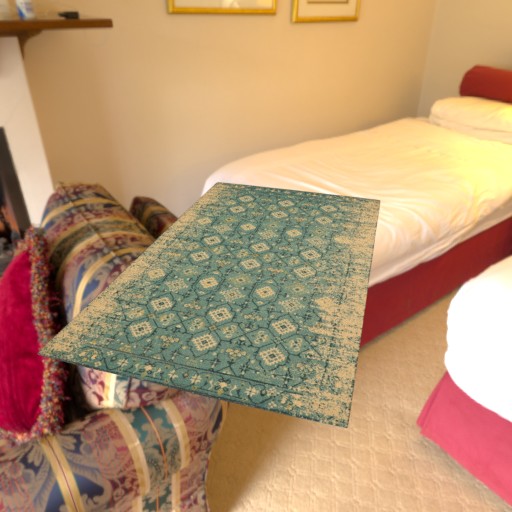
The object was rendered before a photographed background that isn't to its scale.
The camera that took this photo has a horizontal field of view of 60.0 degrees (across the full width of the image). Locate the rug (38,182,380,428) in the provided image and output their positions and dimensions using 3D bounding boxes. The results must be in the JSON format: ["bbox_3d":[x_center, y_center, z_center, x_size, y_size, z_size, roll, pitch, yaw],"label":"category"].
[{"bbox_3d":[0.000,0.000,2.183,1.102,0.008,1.795,9,31,14],"label":"rug"}]
